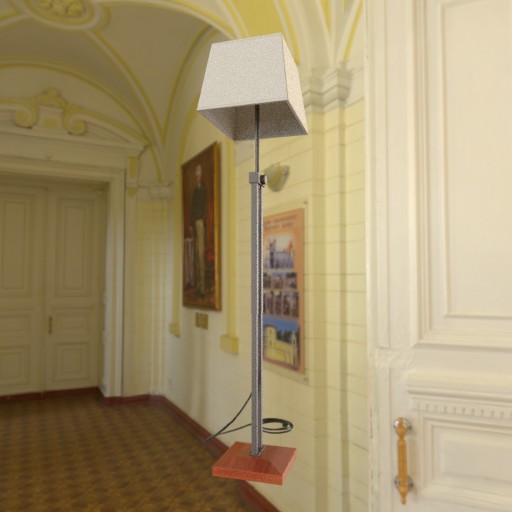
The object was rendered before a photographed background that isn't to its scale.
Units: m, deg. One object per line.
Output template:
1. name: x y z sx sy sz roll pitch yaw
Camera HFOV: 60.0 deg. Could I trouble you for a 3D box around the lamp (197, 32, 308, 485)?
1. lamp: 0.000 0.000 2.004 0.472 1.712 0.745 -1 -3 17
